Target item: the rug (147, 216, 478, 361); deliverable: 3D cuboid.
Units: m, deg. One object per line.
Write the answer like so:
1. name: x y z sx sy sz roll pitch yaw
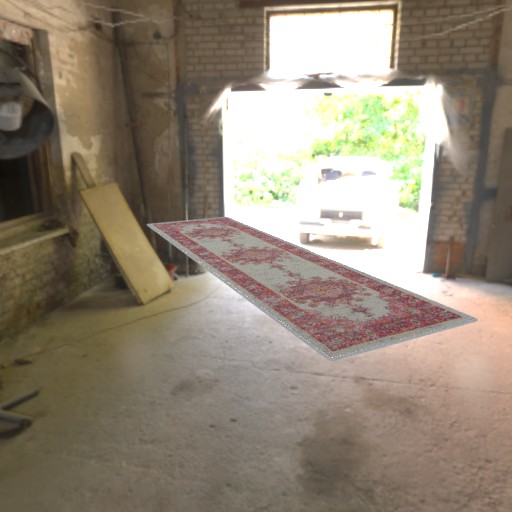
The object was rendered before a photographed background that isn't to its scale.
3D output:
1. rug: 0.000 0.000 2.459 0.666 0.011 2.294 -8 17 -26
